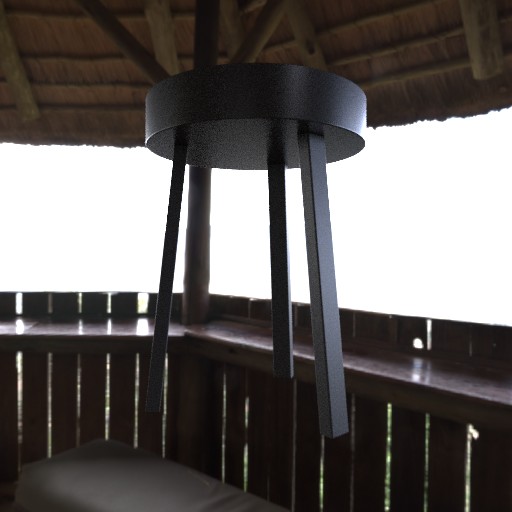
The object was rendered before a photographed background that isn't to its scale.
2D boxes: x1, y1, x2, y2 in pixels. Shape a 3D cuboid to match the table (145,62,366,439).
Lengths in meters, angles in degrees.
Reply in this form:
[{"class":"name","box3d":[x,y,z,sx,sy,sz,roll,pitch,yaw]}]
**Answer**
[{"class":"table","box3d":[0.000,0.000,0.843,0.406,0.559,0.406,0,0,0]}]
